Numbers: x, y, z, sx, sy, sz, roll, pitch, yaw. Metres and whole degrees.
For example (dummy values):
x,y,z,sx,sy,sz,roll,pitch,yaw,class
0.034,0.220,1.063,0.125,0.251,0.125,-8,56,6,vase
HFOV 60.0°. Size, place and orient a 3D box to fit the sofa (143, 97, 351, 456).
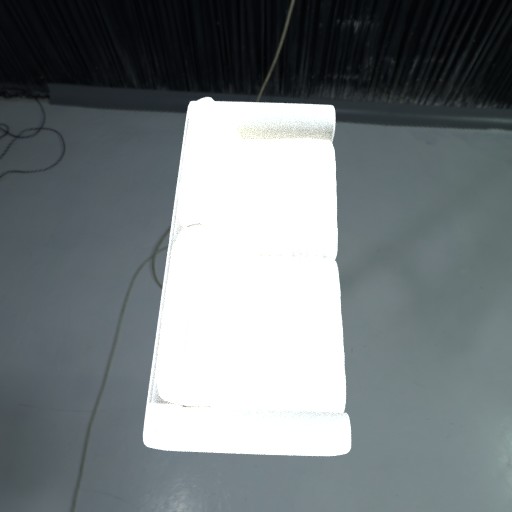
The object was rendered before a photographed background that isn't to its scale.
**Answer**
x,y,z,sx,sy,sz,roll,pitch,yaw,class
0.000,0.000,2.785,1.070,0.801,2.262,2,65,1,sofa
